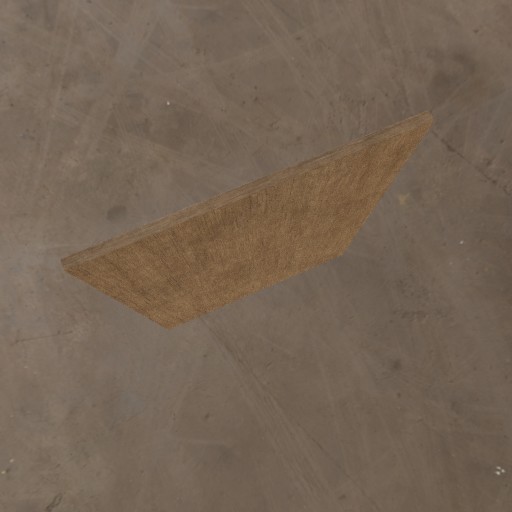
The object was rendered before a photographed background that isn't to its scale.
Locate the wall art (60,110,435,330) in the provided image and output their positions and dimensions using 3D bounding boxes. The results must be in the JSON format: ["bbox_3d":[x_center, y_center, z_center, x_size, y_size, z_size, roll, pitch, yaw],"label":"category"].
[{"bbox_3d":[0.000,0.000,0.917,0.534,0.686,0.018,-23,76,-6],"label":"wall art"}]
